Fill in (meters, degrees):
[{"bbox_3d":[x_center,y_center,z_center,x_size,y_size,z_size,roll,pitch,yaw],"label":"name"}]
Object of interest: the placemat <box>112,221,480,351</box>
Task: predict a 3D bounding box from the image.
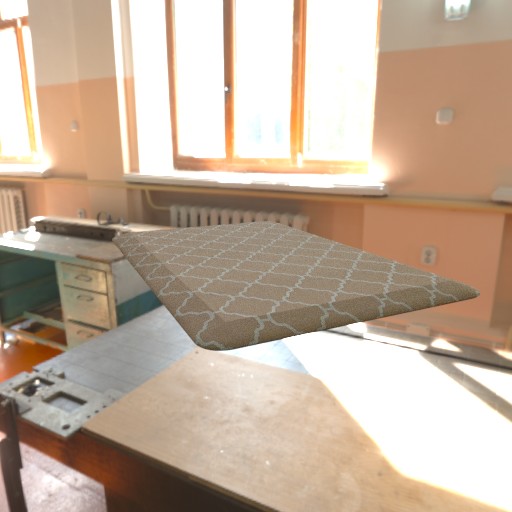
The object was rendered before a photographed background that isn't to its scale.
[{"bbox_3d":[0.000,0.000,0.970,0.508,0.021,0.762,-7,16,-25],"label":"placemat"}]
